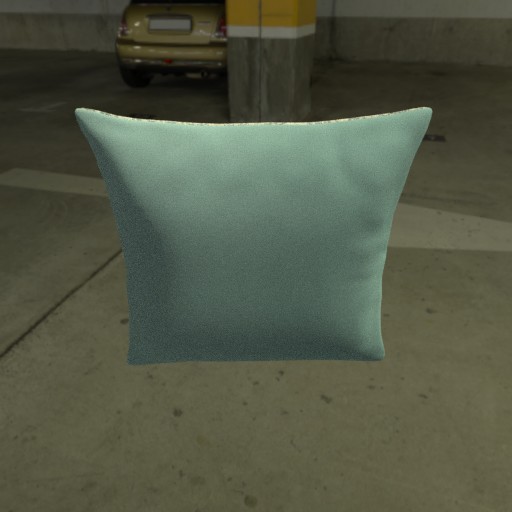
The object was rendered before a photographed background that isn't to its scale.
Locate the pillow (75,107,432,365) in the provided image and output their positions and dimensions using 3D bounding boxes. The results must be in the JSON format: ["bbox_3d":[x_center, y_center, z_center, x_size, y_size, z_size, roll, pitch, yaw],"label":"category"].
[{"bbox_3d":[0.000,0.000,0.779,0.526,0.507,0.166,-1,30,-1],"label":"pillow"}]
